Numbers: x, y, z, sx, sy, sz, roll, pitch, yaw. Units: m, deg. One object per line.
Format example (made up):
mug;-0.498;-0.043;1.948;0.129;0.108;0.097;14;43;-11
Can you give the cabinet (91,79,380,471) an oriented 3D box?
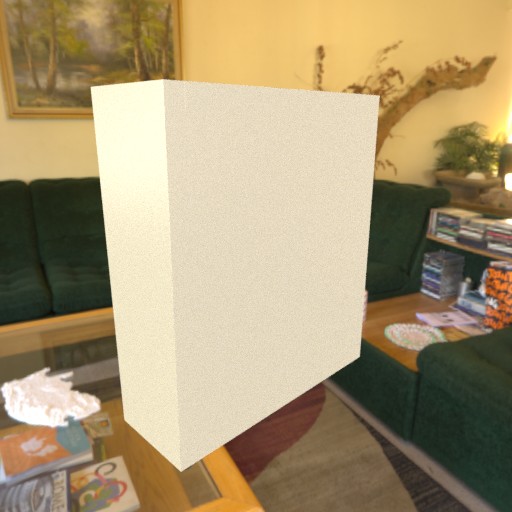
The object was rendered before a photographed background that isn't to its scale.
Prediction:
cabinet;0.000;0.000;1.652;0.990;1.150;0.348;-16;23;-42
